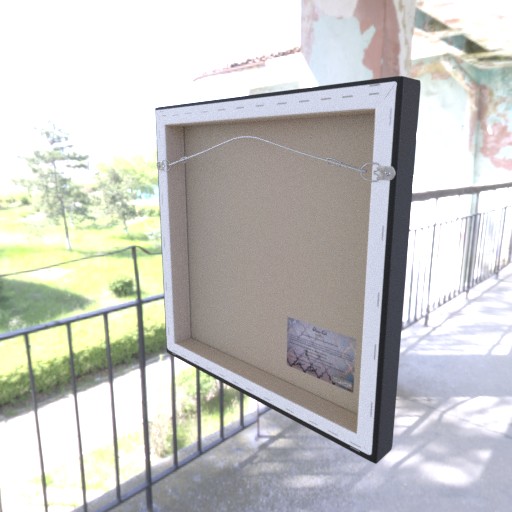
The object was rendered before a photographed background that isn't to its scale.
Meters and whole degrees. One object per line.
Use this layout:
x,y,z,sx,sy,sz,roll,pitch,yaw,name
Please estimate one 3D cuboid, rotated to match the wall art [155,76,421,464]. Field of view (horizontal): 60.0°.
0.000,0.000,0.595,0.406,0.407,0.041,13,18,43,wall art
